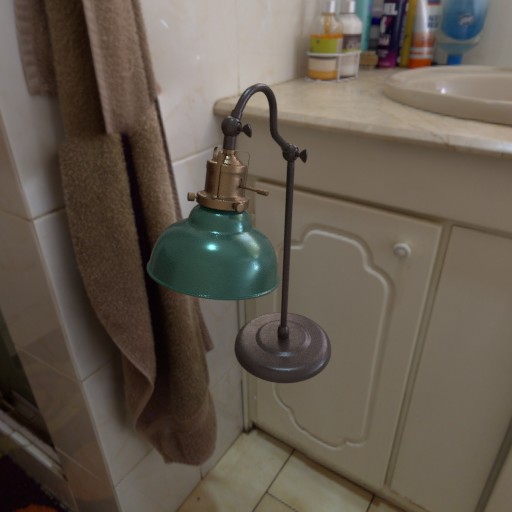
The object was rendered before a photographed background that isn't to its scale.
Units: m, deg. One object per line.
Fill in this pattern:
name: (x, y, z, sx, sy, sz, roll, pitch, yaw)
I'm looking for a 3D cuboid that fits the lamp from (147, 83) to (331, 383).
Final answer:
lamp: (0.000, 0.000, 0.693, 0.192, 0.508, 0.374, 20, 36, 30)
